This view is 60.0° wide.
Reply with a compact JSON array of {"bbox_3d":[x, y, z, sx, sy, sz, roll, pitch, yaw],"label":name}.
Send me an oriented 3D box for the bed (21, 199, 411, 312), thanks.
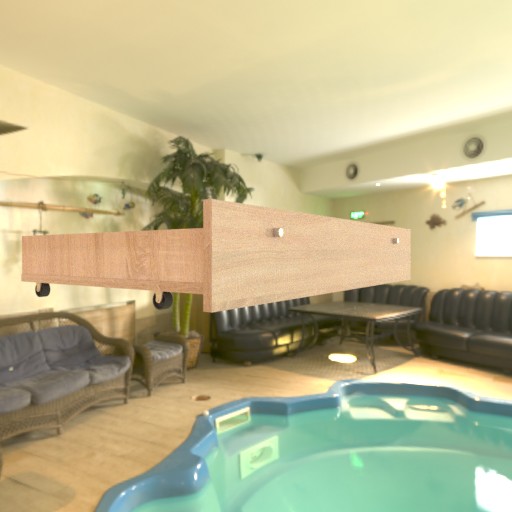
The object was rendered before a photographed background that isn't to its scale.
[{"bbox_3d":[0.000,0.000,1.459,0.685,0.209,1.200,0,0,35],"label":"bed"}]
